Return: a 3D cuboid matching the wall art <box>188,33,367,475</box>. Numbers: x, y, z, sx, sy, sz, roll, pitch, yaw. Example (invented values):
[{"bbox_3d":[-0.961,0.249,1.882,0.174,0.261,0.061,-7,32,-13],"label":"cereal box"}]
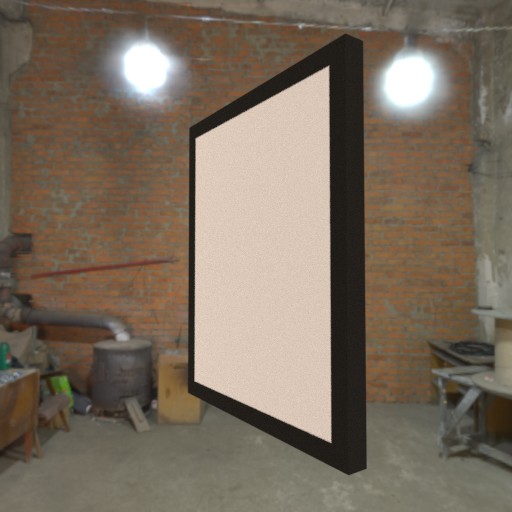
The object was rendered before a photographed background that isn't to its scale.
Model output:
[{"bbox_3d":[0.000,0.000,0.547,0.024,0.404,0.329,1,-2,-34],"label":"wall art"}]
